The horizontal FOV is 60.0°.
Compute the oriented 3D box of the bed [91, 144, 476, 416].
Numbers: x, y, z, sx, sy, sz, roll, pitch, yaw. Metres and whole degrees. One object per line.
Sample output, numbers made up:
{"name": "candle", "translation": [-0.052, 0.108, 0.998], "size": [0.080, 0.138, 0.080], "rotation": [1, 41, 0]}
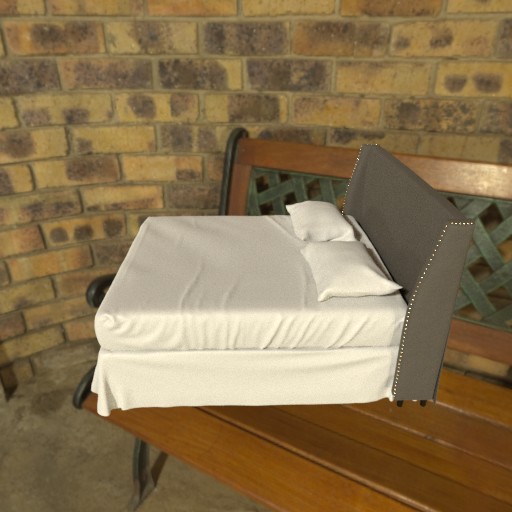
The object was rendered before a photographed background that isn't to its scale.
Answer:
{"name": "bed", "translation": [0.000, 0.000, 3.410], "size": [2.276, 1.332, 1.925], "rotation": [-1, 27, -1]}
